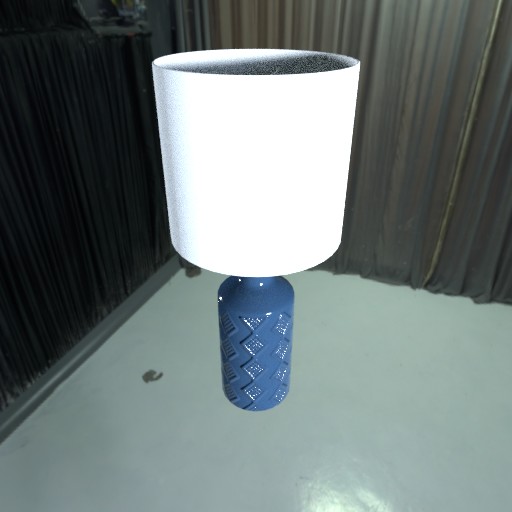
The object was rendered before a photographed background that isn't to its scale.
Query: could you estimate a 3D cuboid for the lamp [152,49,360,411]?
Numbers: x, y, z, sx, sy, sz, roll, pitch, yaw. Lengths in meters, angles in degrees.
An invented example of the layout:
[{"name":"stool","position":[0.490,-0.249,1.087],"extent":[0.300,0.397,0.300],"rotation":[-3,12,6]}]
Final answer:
[{"name":"lamp","position":[0.000,0.000,0.565],"extent":[0.207,0.461,0.207],"rotation":[9,32,15]}]
